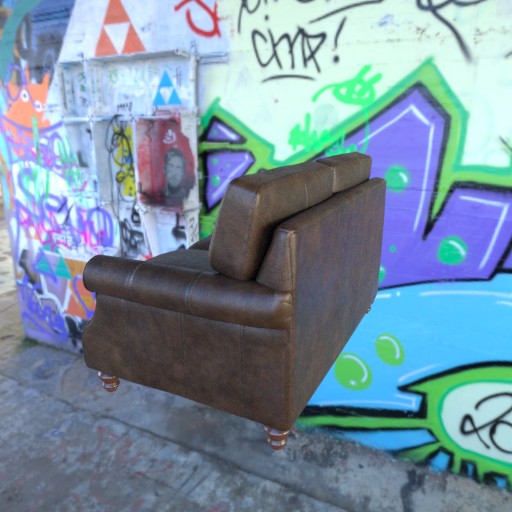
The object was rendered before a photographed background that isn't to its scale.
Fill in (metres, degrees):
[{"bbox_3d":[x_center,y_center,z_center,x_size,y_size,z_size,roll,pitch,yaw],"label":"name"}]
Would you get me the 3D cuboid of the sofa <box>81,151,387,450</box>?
[{"bbox_3d":[0.000,0.000,2.234,0.990,0.976,1.616,8,19,25],"label":"sofa"}]
